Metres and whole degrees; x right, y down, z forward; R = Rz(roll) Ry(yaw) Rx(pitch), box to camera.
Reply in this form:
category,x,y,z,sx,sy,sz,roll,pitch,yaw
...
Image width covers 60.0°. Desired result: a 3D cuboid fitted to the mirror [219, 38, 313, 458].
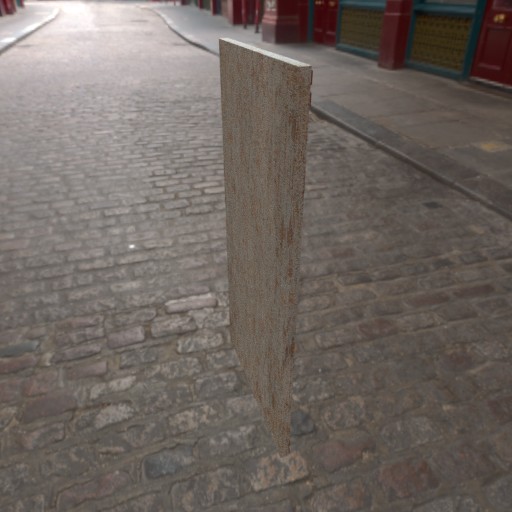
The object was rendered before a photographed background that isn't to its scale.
category,x,y,z,sx,sy,sz,roll,pitch,yaw
mirror,0.000,0.000,1.083,0.027,0.922,0.472,-10,32,-16
